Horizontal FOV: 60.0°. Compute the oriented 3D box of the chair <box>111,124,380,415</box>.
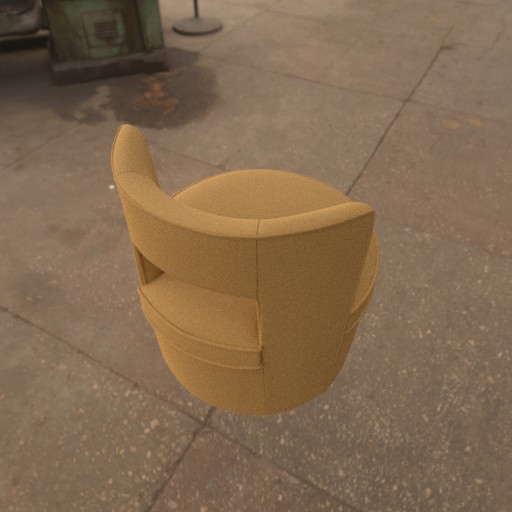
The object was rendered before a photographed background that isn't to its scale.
[{"bbox_3d":[0.000,0.000,1.216,0.650,0.723,0.665,23,49,21],"label":"chair"}]
